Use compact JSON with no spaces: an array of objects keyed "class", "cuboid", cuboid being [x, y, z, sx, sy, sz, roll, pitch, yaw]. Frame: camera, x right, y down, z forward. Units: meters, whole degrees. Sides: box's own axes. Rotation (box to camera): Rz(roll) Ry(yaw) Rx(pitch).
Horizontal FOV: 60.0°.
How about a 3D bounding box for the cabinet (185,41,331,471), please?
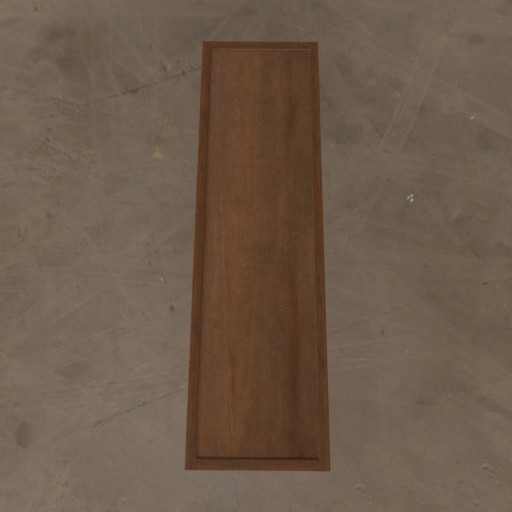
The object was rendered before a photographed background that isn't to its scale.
[{"class":"cabinet","cuboid":[0.000,0.000,2.112,0.522,0.820,1.708,0,76,0]}]
